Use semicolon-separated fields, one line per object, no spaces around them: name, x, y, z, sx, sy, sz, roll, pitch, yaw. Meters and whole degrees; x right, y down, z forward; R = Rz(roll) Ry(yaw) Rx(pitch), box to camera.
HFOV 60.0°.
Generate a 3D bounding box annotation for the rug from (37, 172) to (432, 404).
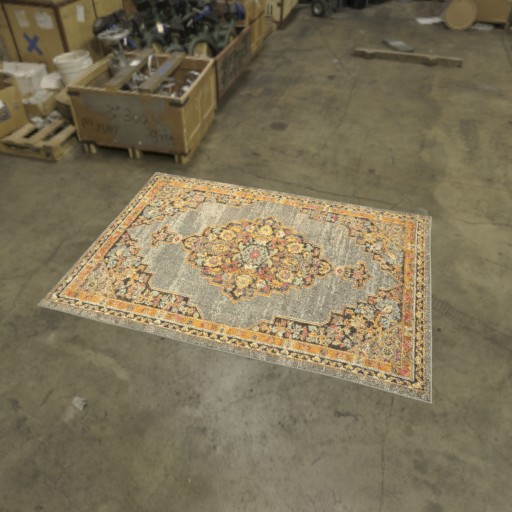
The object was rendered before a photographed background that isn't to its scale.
rug;0.000;0.000;4.025;3.063;0.024;2.158;11;43;12
